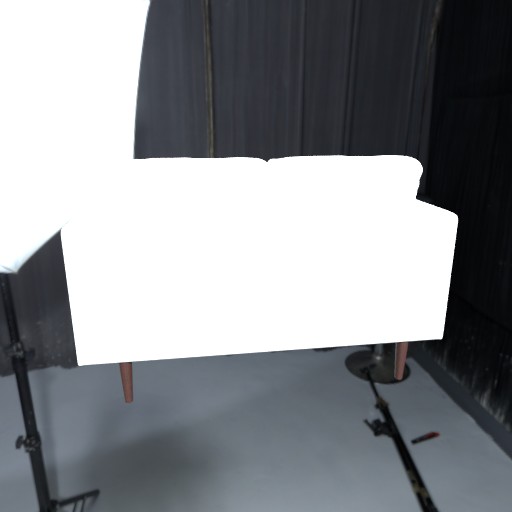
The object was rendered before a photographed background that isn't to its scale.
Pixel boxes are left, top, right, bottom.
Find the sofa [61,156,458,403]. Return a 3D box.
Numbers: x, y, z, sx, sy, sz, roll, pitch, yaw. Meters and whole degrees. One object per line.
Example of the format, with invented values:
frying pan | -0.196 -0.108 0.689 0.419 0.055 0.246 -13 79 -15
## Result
sofa | 0.000 0.000 1.992 1.430 0.908 0.796 -2 17 -8
